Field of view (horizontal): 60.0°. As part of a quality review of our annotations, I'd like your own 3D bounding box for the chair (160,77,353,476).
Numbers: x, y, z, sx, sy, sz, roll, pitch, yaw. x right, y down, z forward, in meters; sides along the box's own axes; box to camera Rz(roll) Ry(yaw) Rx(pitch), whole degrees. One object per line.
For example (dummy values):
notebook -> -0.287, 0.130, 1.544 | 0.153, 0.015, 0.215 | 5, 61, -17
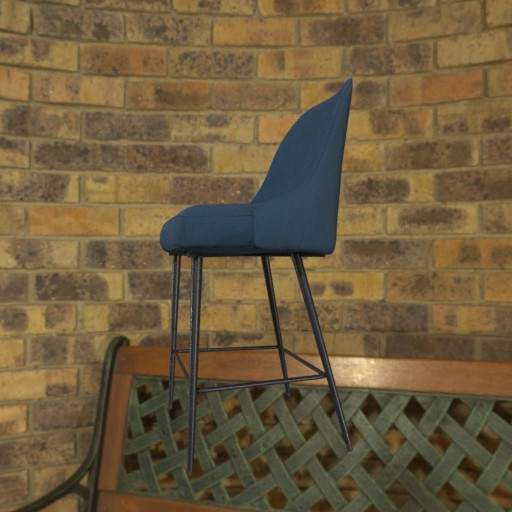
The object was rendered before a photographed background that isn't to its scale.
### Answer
chair -> 0.000, 0.000, 1.208 | 0.489, 0.927, 0.526 | 0, 1, -17
